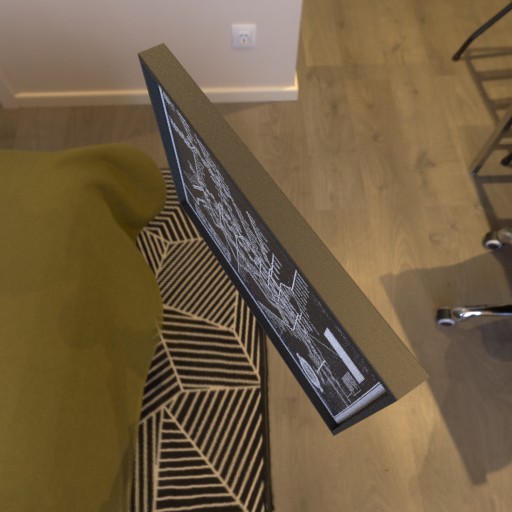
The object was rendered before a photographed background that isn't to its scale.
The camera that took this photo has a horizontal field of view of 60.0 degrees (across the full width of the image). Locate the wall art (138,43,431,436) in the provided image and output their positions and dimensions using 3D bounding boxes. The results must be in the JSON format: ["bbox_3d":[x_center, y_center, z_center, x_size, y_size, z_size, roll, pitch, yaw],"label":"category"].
[{"bbox_3d":[0.000,0.000,0.834,0.051,0.456,0.671,-30,67,-14],"label":"wall art"}]
